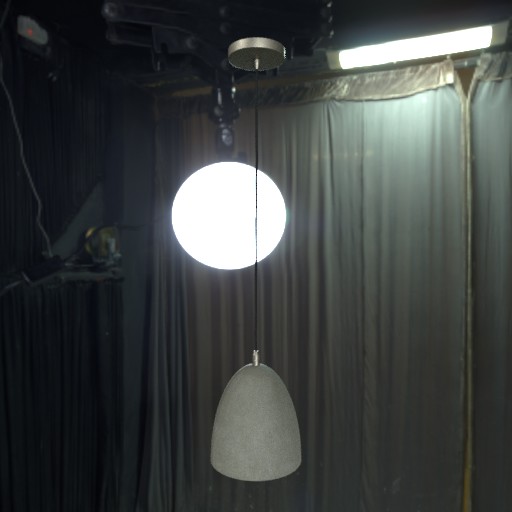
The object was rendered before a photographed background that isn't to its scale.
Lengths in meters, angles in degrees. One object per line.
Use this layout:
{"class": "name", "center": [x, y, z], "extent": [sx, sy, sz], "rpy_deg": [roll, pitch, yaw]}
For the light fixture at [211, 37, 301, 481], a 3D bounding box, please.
{"class": "light fixture", "center": [0.000, 0.000, 0.827], "extent": [0.170, 0.759, 0.170], "rpy_deg": [0, 1, 18]}
